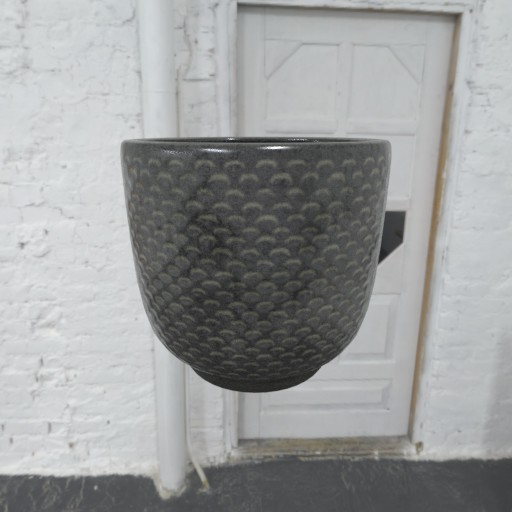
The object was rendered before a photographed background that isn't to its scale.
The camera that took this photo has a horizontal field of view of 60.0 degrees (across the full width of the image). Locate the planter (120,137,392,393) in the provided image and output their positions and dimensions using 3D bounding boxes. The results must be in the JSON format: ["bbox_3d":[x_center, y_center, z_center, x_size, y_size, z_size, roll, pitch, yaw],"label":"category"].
[{"bbox_3d":[0.000,0.000,0.253,0.140,0.129,0.140,0,16,0],"label":"planter"}]
